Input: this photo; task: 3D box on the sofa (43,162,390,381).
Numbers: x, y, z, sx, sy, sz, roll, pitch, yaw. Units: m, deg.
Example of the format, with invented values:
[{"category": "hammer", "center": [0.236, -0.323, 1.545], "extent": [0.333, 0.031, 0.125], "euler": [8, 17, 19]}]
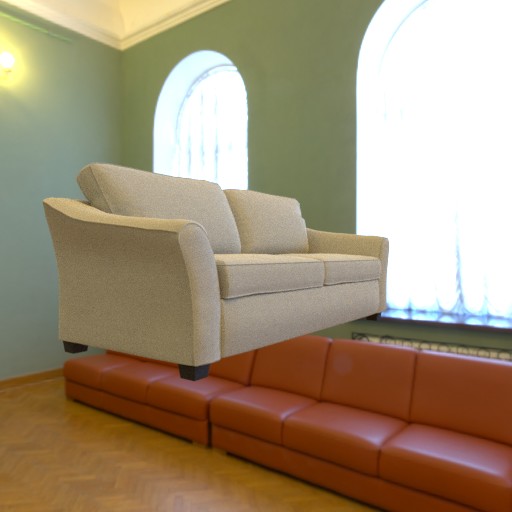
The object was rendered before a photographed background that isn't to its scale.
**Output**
[{"category": "sofa", "center": [0.000, 0.000, 2.779], "extent": [0.980, 0.965, 2.270], "euler": [0, 1, 36]}]
